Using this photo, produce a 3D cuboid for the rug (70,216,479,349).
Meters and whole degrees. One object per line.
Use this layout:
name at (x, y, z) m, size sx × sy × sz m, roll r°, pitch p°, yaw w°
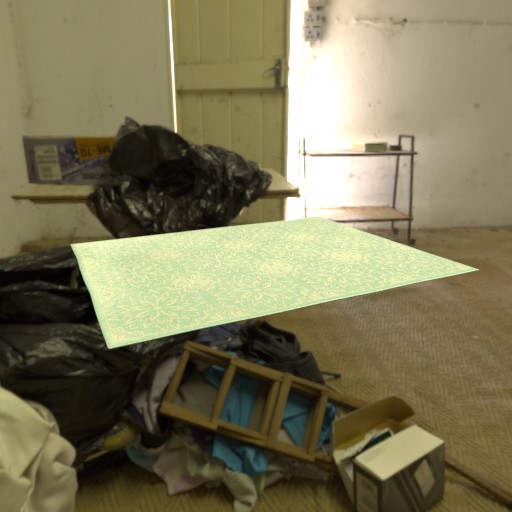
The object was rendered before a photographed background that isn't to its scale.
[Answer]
rug at (0.000, 0.000, 4.064) m, size 2.980 × 0.012 × 2.363 m, roll -8°, pitch 19°, yaw -25°
